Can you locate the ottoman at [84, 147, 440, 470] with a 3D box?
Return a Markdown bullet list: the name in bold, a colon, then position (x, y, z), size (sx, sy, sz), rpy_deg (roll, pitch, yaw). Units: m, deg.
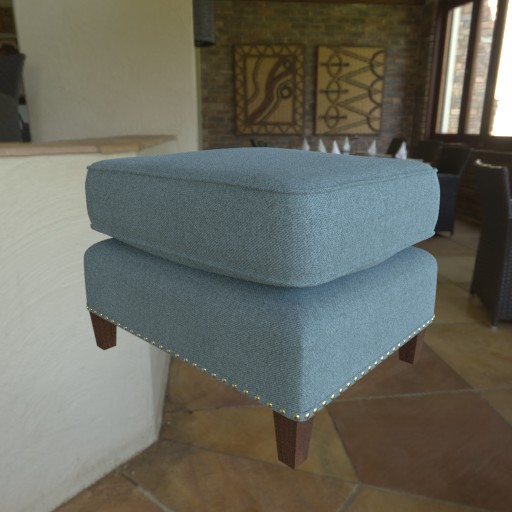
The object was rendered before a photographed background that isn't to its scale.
- **ottoman**: position (0.000, 0.000, 1.127), size (0.738, 0.537, 0.589), rpy_deg (14, 21, 40)
